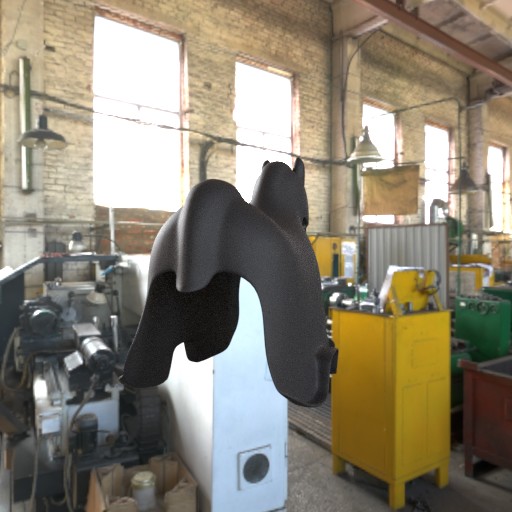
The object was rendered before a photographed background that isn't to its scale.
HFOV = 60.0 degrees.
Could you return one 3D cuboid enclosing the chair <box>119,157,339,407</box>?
[{"bbox_3d":[0.000,0.000,1.155,0.429,0.612,0.800,0,1,18],"label":"chair"}]
